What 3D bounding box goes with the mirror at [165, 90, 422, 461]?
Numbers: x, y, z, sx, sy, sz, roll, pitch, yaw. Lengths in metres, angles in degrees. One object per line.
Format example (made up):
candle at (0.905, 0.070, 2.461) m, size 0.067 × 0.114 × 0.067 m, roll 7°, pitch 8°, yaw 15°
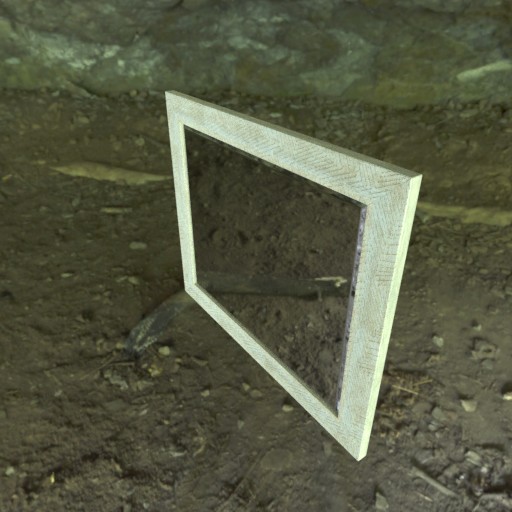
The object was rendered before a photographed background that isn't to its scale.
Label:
mirror at (0.000, 0.000, 1.141) m, size 0.028 × 0.689 × 0.839 m, roll -20°, pitch 36°, yaw -30°
